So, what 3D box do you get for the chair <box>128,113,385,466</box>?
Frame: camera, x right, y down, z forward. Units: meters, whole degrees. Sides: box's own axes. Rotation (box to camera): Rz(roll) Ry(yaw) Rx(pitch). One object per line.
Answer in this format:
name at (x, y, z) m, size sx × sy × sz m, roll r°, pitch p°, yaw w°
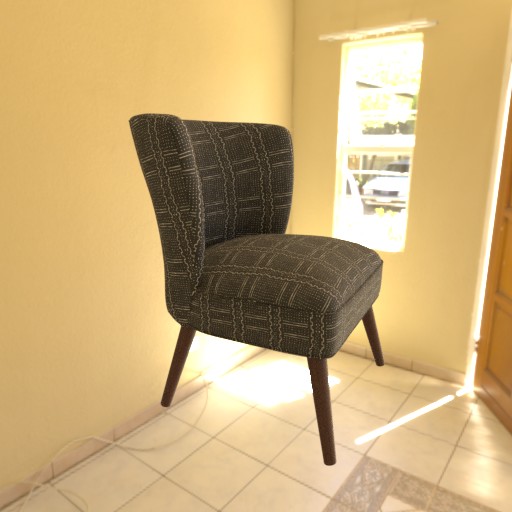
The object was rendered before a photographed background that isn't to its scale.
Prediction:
chair at (0.000, 0.000, 1.427) m, size 0.758 × 0.866 × 0.710 m, roll 7°, pitch 16°, yaw 26°
